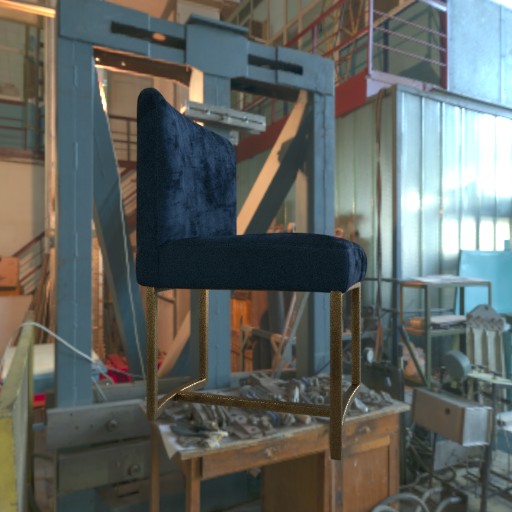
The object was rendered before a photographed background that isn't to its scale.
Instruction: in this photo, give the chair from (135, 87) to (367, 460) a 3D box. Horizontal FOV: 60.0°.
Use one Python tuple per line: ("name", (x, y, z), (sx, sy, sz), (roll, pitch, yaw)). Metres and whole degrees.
("chair", (0.000, 0.000, 1.204), (0.560, 0.824, 0.530), (0, 0, 18))
